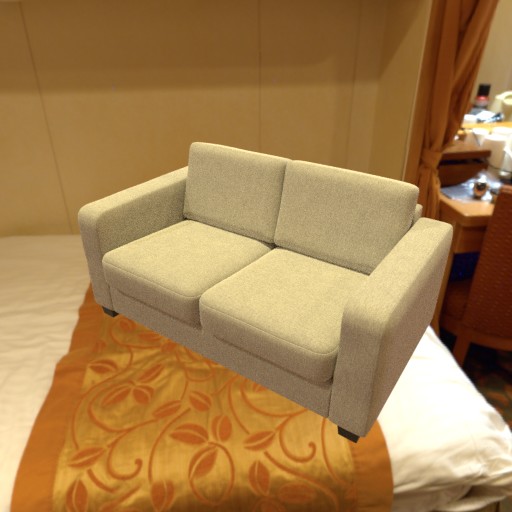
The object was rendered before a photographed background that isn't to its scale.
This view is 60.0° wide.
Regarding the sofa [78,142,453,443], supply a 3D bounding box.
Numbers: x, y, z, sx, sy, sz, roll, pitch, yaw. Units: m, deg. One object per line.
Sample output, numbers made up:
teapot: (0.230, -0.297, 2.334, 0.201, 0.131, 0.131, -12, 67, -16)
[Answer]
sofa: (0.000, 0.000, 2.099, 1.540, 0.800, 0.900, 19, 34, 30)
